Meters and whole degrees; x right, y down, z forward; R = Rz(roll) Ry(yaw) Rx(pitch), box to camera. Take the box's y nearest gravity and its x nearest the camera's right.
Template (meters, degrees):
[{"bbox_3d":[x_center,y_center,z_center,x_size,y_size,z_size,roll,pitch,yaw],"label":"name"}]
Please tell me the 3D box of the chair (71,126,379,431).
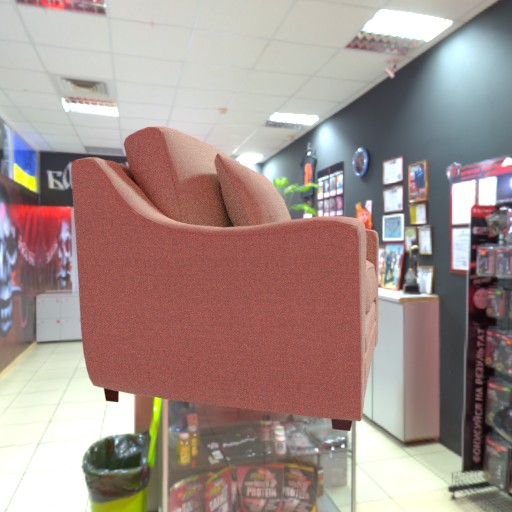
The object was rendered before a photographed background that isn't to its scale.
[{"bbox_3d":[0.000,0.000,1.934,1.009,1.016,1.178,0,1,18],"label":"chair"}]
